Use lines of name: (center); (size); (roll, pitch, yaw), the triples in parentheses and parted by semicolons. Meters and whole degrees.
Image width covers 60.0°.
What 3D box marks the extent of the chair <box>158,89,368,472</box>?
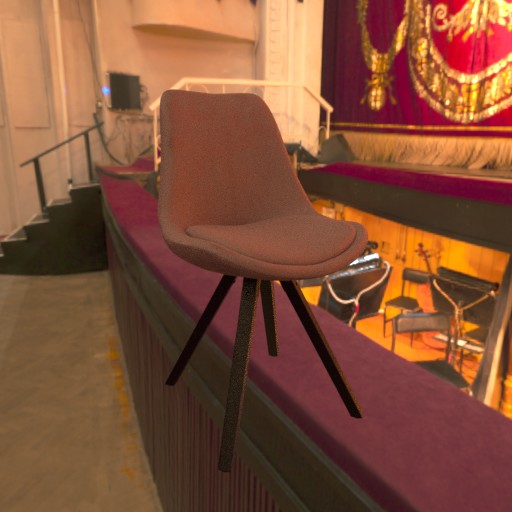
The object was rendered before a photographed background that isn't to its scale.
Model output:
chair: (0.000, 0.000, 1.181); (0.483, 0.865, 0.547); (-9, 17, -29)
